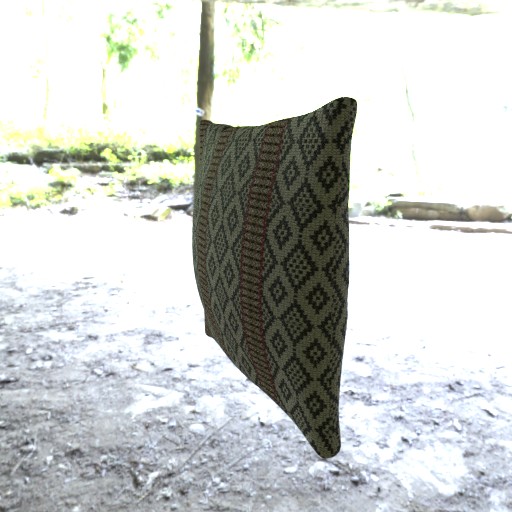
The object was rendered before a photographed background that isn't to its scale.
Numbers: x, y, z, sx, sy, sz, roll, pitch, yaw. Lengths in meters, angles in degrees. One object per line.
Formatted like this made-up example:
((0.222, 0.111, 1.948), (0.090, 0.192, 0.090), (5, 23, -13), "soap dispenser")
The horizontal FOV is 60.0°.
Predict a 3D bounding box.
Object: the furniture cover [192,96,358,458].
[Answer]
((0.000, 0.000, 0.808), (0.182, 0.506, 0.503), (-7, 16, -26), "furniture cover")
